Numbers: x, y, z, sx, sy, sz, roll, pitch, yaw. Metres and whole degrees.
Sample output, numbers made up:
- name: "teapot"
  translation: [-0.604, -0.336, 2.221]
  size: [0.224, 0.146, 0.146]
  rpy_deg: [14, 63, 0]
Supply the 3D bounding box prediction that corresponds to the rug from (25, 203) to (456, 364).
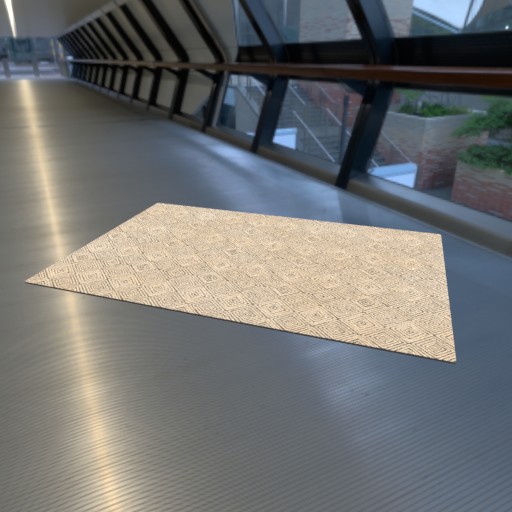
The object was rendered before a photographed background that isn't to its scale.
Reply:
- name: "rug"
  translation: [0.000, 0.000, 2.222]
  size: [1.783, 0.008, 1.175]
  rpy_deg: [8, 26, 17]
